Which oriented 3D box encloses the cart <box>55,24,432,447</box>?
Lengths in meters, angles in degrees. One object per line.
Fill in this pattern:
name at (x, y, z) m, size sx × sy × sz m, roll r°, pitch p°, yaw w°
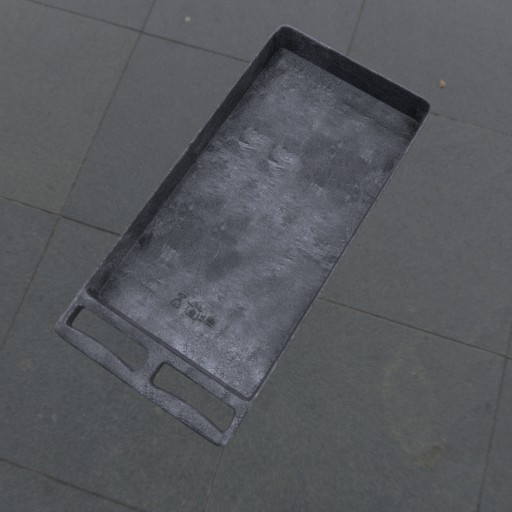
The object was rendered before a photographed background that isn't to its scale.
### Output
cart at (0.000, 0.000, 1.348) m, size 0.420 × 0.824 × 0.877 m, roll 32°, pitch 78°, yaw 7°
